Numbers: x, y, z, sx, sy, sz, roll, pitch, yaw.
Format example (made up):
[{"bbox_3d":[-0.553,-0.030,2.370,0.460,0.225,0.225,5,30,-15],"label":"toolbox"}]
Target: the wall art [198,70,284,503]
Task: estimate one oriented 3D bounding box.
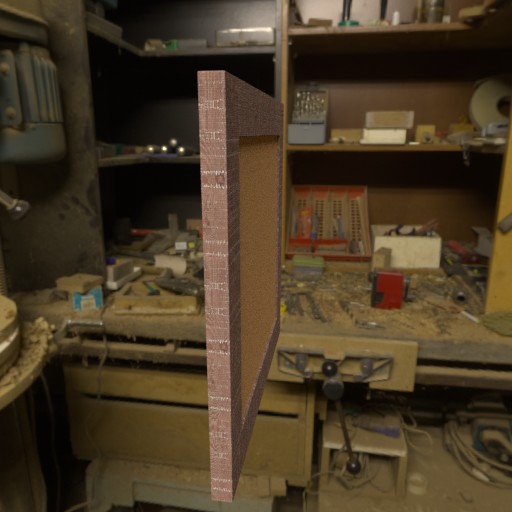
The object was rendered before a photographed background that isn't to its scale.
[{"bbox_3d":[0.000,0.000,0.769,0.029,0.531,0.531,3,16,9],"label":"wall art"}]
